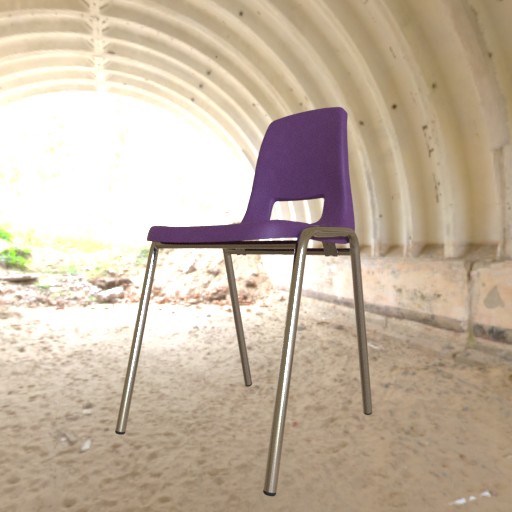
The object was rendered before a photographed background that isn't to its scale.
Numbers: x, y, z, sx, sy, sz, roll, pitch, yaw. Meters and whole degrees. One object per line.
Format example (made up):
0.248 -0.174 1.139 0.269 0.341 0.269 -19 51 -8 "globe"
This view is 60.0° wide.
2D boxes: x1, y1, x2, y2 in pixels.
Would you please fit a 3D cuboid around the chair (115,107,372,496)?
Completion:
0.000 0.000 0.926 0.381 0.704 0.432 1 1 37 "chair"
